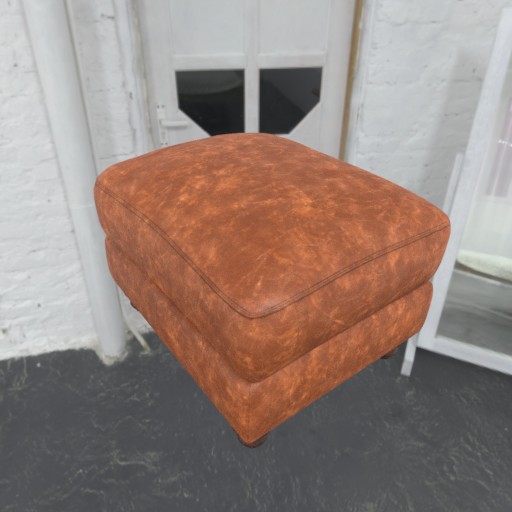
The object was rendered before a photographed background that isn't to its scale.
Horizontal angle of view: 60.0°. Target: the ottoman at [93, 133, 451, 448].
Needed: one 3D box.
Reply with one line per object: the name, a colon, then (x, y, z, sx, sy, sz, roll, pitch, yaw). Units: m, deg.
ottoman: (0.000, 0.000, 1.271, 0.657, 0.562, 0.832, -22, 39, -30)
